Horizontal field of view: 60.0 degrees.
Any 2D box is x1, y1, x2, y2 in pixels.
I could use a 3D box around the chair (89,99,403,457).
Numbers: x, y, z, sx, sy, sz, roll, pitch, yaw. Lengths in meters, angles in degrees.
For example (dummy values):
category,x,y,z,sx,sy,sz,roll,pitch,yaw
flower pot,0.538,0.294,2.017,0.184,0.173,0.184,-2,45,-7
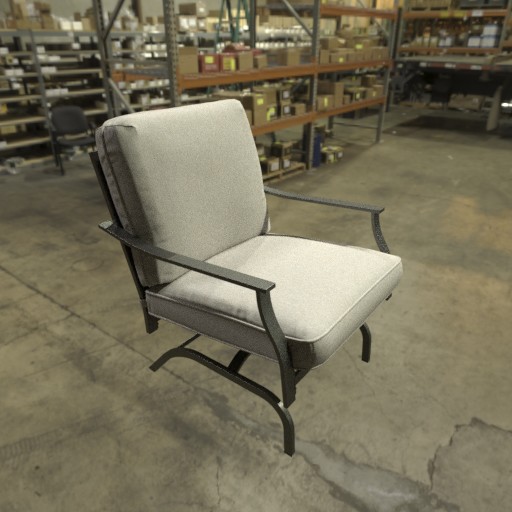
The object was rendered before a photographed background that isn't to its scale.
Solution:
category,x,y,z,sx,sy,sz,roll,pitch,yaw
chair,0.000,0.000,1.411,0.787,0.860,0.650,19,32,33
